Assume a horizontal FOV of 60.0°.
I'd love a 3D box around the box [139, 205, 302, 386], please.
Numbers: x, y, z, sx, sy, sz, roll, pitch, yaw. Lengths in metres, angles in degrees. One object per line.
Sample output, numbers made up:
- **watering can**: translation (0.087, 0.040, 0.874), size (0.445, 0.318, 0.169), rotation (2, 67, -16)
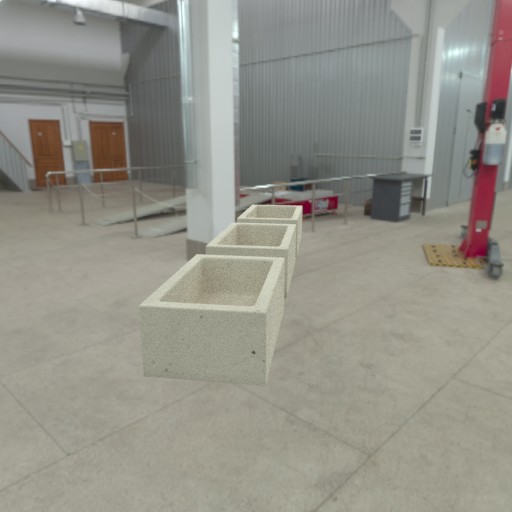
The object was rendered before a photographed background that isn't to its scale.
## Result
- **box**: translation (0.000, 0.000, 0.501), size (0.082, 0.051, 0.461), rotation (2, 15, 8)
